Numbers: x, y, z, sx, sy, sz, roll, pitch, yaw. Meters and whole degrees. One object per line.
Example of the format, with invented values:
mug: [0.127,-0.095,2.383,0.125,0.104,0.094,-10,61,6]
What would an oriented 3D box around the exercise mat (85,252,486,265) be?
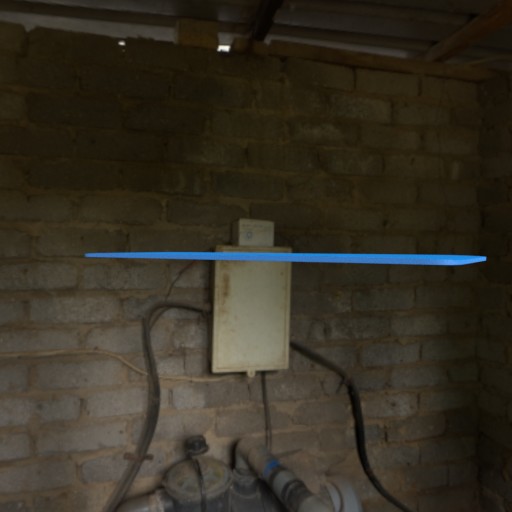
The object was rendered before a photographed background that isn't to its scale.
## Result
exercise mat: [0.000,0.000,2.073,1.869,0.021,0.616,1,1,36]
